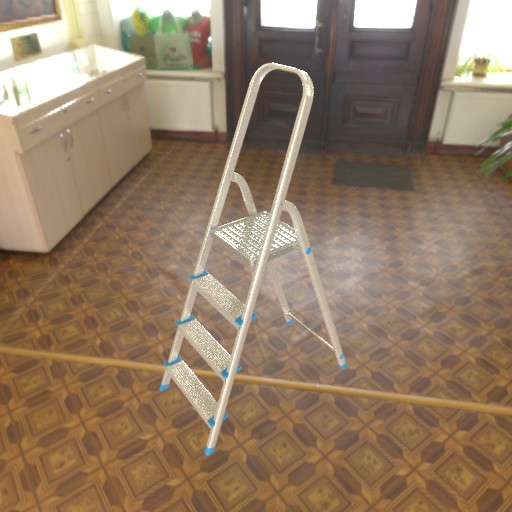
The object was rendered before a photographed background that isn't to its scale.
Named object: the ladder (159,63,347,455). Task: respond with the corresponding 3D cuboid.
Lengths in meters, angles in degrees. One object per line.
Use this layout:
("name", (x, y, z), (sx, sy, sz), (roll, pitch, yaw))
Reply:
("ladder", (0.000, 0.000, 1.821), (0.842, 1.434, 0.445), (-22, 39, -30))
